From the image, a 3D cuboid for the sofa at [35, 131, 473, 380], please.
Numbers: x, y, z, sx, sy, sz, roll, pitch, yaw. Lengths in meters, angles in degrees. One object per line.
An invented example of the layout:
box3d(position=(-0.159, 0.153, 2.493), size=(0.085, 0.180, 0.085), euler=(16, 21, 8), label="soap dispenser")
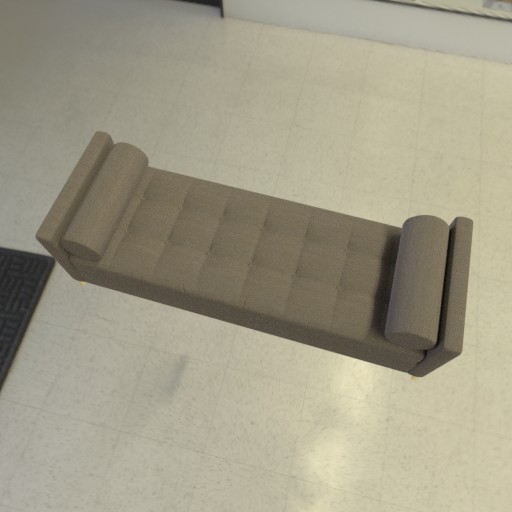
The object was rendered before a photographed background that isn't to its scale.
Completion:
box3d(position=(0.000, 0.000, 2.366), size=(1.981, 0.635, 0.686), euler=(15, 65, 7), label="sofa")
